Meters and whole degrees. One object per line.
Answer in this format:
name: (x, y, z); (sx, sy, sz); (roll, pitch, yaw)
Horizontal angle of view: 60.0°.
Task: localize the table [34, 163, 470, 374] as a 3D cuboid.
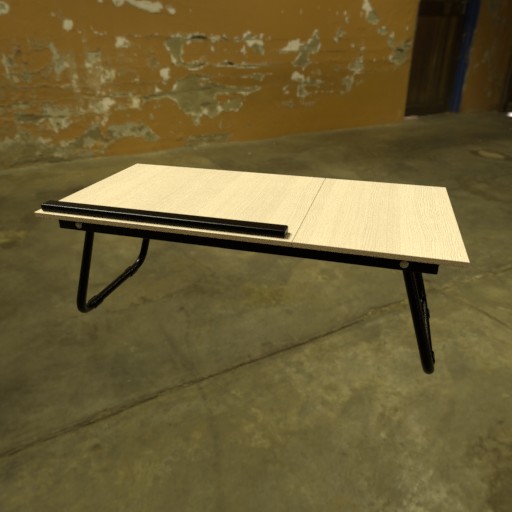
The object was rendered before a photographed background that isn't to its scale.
table: (0.000, 0.000, 0.812); (0.644, 0.242, 0.322); (7, 27, 14)
